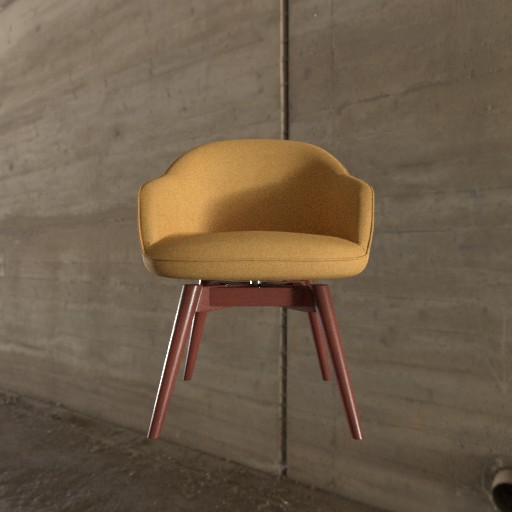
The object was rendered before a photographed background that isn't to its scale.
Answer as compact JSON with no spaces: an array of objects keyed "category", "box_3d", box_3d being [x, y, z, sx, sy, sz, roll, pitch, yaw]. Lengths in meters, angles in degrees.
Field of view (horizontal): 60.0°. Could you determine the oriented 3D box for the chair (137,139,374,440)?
[{"category":"chair","box_3d":[0.000,0.000,1.265,0.596,0.823,0.635,0,0,1]}]
